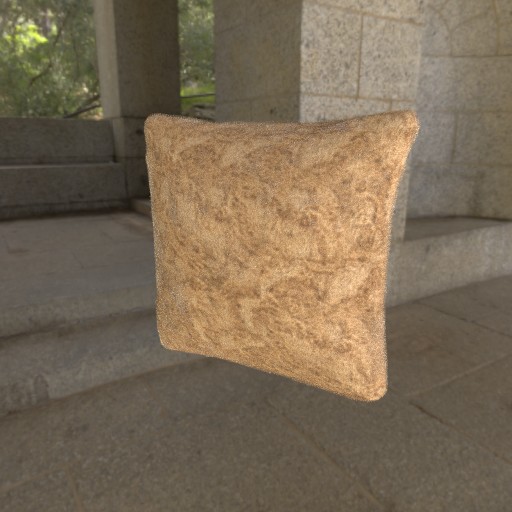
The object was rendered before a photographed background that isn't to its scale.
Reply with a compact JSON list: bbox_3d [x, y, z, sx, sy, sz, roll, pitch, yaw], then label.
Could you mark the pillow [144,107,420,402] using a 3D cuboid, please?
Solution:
[{"bbox_3d":[0.000,0.000,0.834,0.538,0.525,0.216,8,17,27],"label":"pillow"}]
